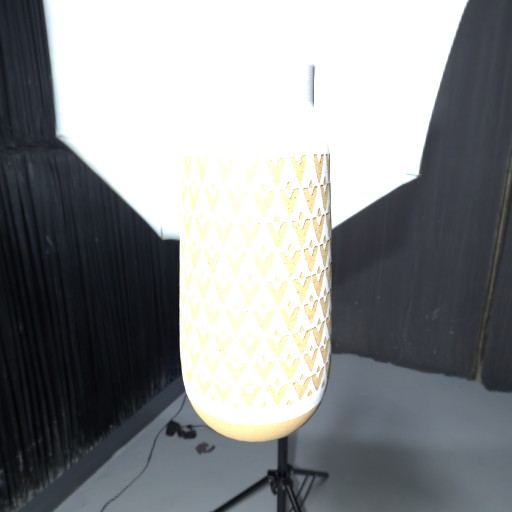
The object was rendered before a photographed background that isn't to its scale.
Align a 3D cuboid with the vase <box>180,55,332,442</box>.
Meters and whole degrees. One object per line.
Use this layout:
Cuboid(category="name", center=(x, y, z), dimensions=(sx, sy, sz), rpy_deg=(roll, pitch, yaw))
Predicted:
Cuboid(category="vase", center=(0.000, 0.000, 0.383), dimensions=(0.137, 0.307, 0.137), rpy_deg=(0, 17, 0))
